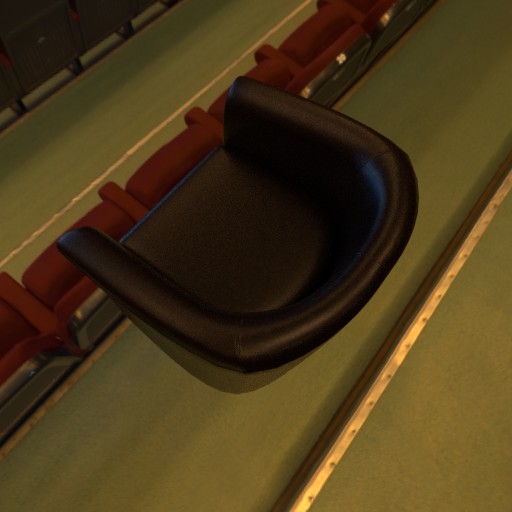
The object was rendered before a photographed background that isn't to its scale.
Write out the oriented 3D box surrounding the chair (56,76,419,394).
[{"bbox_3d":[0.000,0.000,1.381,0.727,0.756,0.793,35,68,16],"label":"chair"}]
